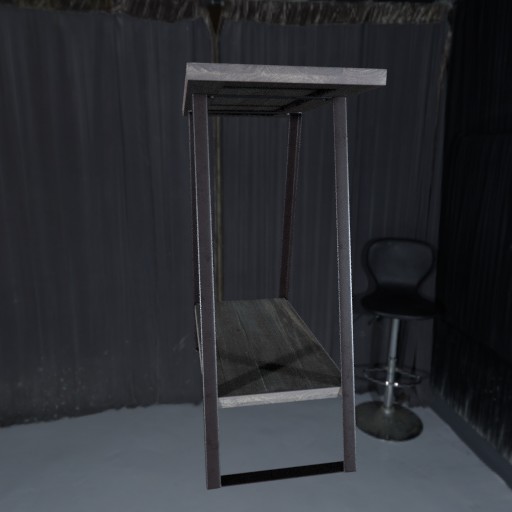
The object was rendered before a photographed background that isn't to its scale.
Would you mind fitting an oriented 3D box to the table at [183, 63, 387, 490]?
[{"bbox_3d":[0.000,0.000,1.010,0.300,0.701,0.599,-2,13,-9],"label":"table"}]
